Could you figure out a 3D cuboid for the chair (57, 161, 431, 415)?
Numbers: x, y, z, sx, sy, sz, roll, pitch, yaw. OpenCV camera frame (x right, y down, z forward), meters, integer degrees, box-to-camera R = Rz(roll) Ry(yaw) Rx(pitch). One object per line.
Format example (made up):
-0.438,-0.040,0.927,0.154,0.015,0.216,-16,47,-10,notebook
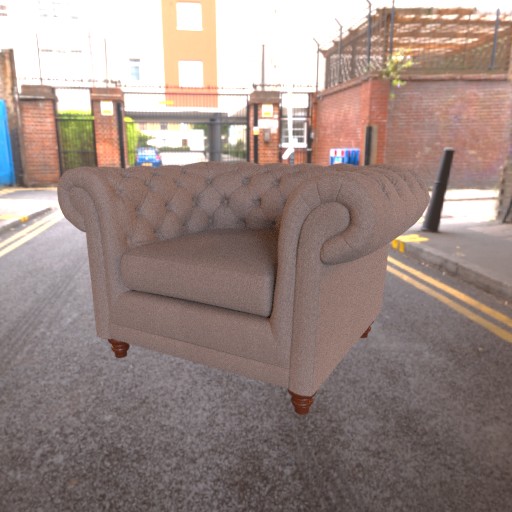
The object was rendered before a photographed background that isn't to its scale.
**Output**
0.000,0.000,1.892,1.270,0.770,0.976,7,15,29,chair
